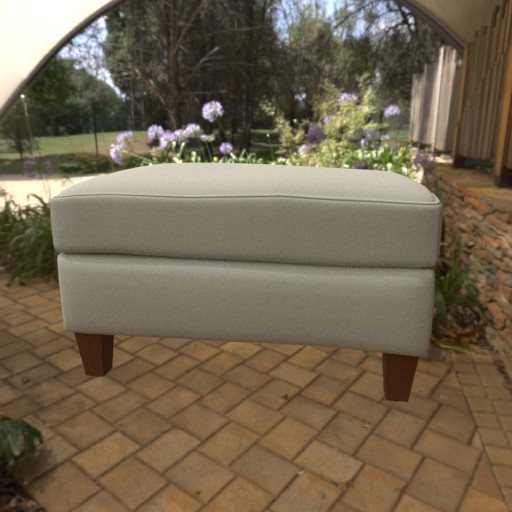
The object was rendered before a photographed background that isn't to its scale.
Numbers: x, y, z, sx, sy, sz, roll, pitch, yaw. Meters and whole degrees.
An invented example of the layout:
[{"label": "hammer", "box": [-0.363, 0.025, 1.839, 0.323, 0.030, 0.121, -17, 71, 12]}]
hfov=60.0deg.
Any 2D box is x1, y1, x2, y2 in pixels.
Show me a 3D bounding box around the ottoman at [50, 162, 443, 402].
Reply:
[{"label": "ottoman", "box": [0.000, 0.000, 1.209, 0.818, 0.496, 0.634, 2, 15, 8]}]
